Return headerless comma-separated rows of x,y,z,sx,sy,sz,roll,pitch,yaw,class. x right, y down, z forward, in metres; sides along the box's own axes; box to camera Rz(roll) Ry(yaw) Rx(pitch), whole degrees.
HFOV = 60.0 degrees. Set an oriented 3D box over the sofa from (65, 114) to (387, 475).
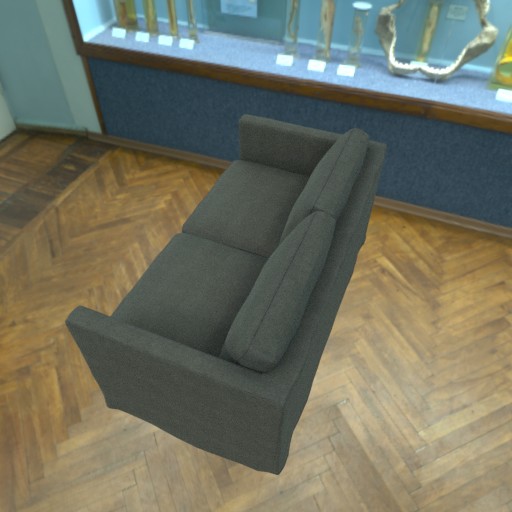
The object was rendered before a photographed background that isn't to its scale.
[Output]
0.000,0.000,2.396,0.974,0.854,1.802,17,49,16,sofa
